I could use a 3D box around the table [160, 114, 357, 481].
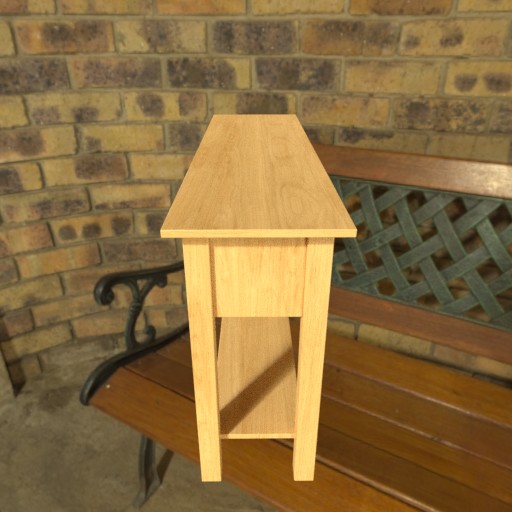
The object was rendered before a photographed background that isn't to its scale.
[{"bbox_3d":[0.000,0.000,1.503,0.350,0.730,1.240,0,27,0],"label":"table"}]
